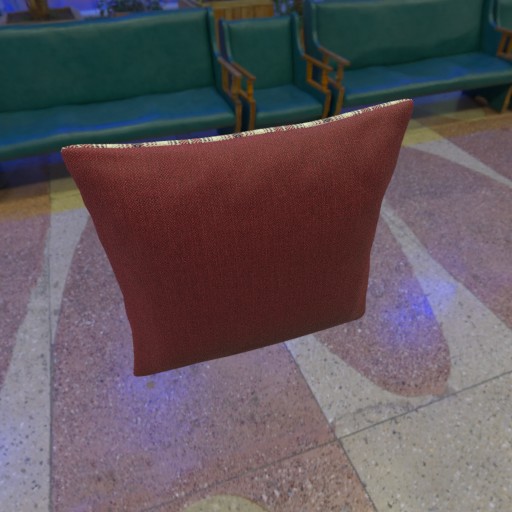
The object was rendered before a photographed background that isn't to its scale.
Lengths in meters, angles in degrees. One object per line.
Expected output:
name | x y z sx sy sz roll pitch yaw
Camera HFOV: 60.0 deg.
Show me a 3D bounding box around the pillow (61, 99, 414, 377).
pillow | 0.000 0.000 0.773 0.513 0.497 0.166 -12 42 -14
